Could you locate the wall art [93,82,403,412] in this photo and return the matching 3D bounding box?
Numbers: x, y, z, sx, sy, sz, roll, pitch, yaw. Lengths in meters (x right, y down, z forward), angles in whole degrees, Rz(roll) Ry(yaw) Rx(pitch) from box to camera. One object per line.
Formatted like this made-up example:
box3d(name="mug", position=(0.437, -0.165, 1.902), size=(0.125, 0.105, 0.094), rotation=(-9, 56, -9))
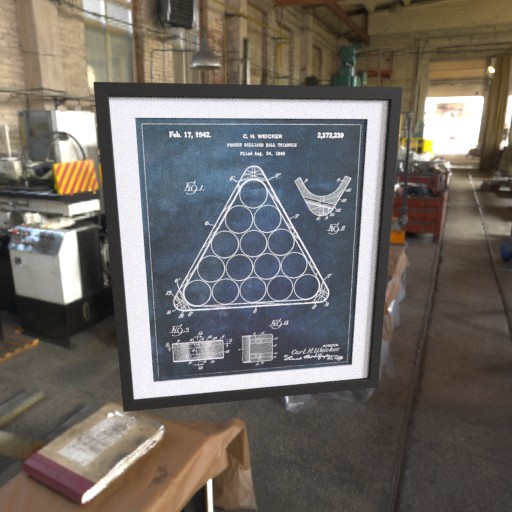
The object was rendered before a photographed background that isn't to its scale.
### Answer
box3d(name="wall art", position=(0.000, 0.000, 1.195), size=(0.755, 0.863, 0.028), rotation=(-3, 16, -9))
